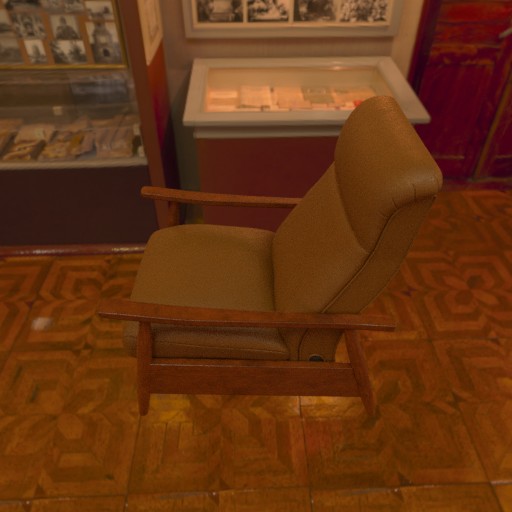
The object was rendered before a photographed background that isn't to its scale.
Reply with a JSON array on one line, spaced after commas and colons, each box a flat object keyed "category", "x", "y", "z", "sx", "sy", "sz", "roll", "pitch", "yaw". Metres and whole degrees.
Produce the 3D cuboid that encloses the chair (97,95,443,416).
[{"category": "chair", "x": 0.000, "y": 0.000, "z": 1.741, "sx": 1.014, "sy": 1.082, "sz": 0.762, "roll": 0, "pitch": 40, "yaw": 0}]
